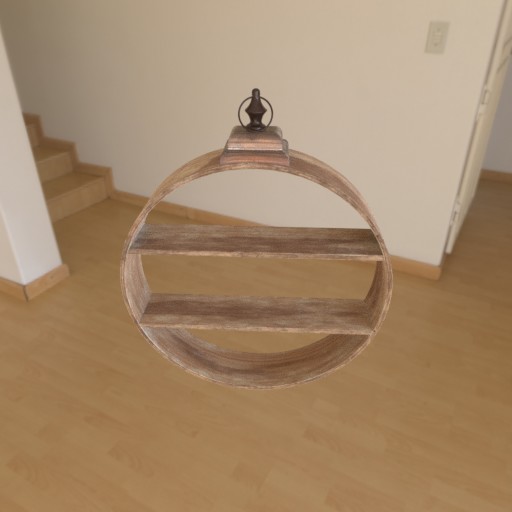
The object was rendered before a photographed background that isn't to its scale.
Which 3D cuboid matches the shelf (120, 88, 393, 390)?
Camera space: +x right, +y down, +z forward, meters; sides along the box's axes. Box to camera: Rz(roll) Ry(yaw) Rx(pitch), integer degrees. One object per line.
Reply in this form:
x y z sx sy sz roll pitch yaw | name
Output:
0.000 0.000 1.010 0.601 0.725 0.125 2 30 3 | shelf
